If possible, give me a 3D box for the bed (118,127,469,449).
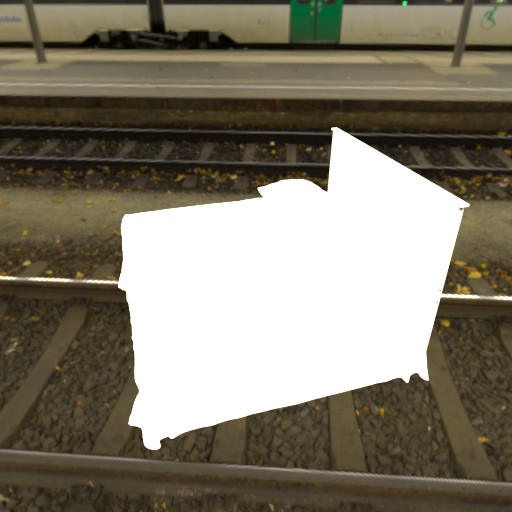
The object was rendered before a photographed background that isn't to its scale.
[{"bbox_3d":[0.000,0.000,3.201,2.047,1.269,1.876,-9,32,-15],"label":"bed"}]
